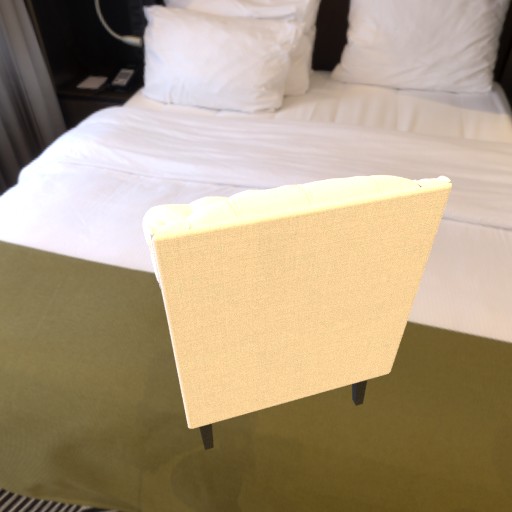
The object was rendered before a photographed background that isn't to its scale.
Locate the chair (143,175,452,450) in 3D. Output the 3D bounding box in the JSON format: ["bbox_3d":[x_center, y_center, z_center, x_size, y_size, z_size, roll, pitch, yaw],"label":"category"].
[{"bbox_3d":[0.000,0.000,1.414,0.658,0.891,0.772,-11,42,-13],"label":"chair"}]
